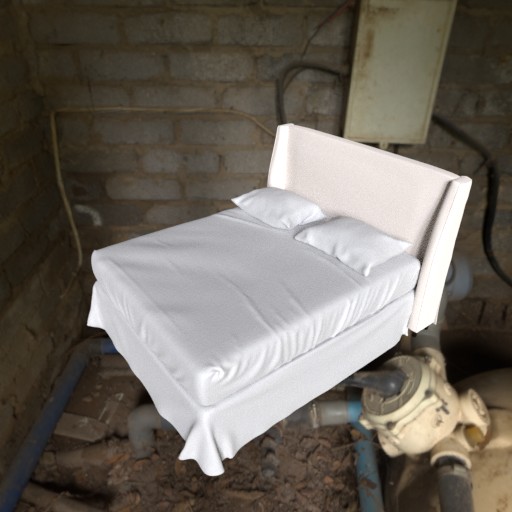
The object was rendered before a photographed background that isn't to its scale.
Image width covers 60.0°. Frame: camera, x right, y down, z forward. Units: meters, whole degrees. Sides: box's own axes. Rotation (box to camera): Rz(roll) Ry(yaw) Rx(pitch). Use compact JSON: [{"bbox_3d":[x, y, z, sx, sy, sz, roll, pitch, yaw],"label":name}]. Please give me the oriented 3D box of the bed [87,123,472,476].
[{"bbox_3d":[0.000,0.000,3.383,2.276,1.332,1.925,-21,37,-32],"label":"bed"}]
